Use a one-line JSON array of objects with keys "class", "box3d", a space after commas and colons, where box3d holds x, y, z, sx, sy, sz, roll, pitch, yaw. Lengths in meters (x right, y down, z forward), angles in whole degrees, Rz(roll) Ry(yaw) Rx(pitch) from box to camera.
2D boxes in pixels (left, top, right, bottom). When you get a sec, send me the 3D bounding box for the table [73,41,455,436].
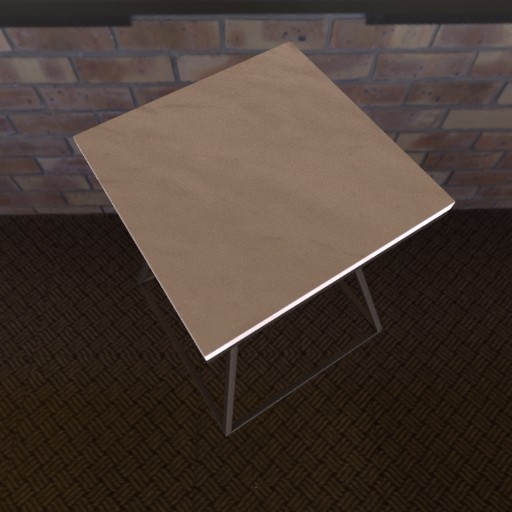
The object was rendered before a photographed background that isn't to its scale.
[{"class": "table", "box3d": [0.000, 0.000, 0.895, 0.455, 0.559, 0.455, -30, 66, -15]}]
